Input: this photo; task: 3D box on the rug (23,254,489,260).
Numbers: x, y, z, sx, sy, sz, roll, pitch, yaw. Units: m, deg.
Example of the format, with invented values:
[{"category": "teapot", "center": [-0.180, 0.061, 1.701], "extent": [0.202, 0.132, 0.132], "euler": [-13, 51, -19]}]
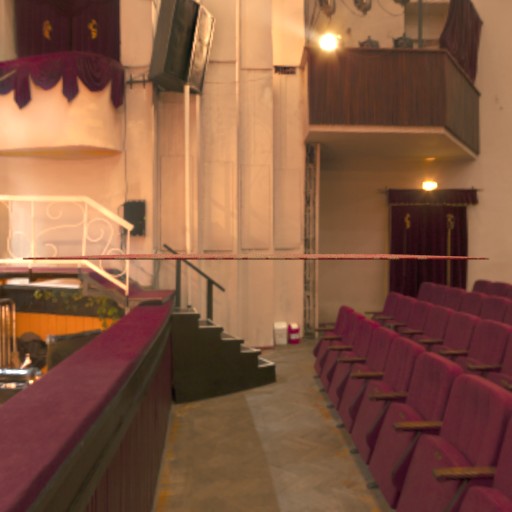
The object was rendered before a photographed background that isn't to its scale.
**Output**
[{"category": "rug", "center": [0.000, 0.000, 4.114], "extent": [3.095, 0.016, 2.441], "euler": [0, 1, 0]}]
